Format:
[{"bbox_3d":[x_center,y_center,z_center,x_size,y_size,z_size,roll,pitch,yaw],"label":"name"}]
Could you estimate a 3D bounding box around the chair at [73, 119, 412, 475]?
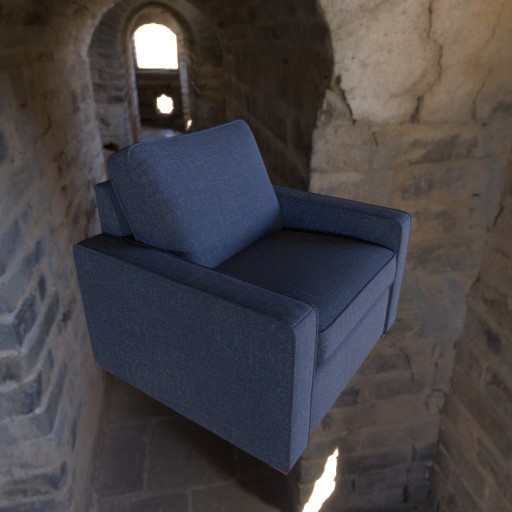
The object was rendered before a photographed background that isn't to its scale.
[{"bbox_3d":[0.000,0.000,1.755,0.940,0.919,1.017,17,31,30],"label":"chair"}]
